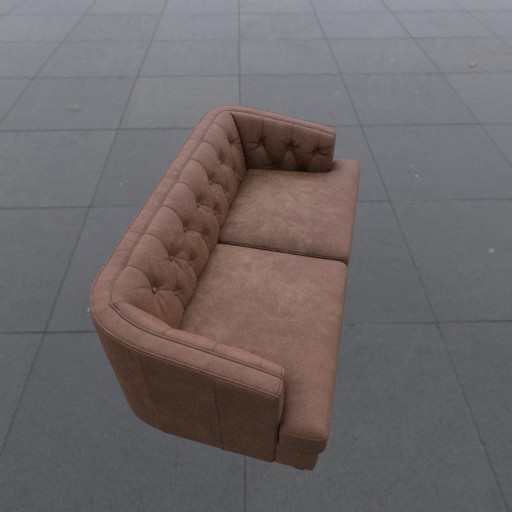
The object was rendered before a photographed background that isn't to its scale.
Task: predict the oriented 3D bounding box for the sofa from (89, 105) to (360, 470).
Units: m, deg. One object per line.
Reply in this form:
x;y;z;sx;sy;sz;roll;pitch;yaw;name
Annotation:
0.000;0.000;2.210;0.914;0.786;1.755;9;46;9;sofa
